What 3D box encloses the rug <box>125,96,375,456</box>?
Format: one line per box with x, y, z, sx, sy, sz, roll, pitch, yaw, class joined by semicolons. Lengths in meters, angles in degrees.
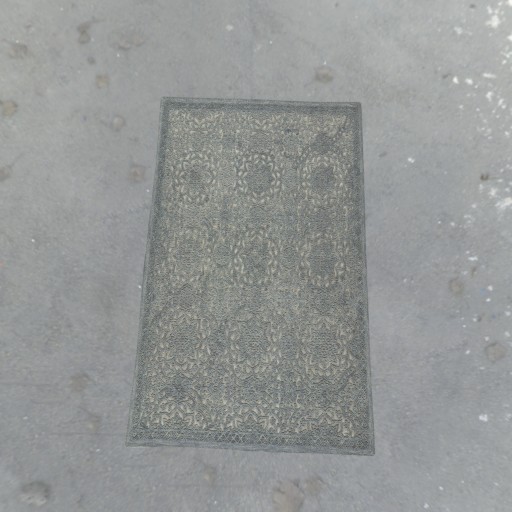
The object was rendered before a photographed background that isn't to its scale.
0.000;0.000;3.056;1.535;0.022;2.498;2;74;0;rug
